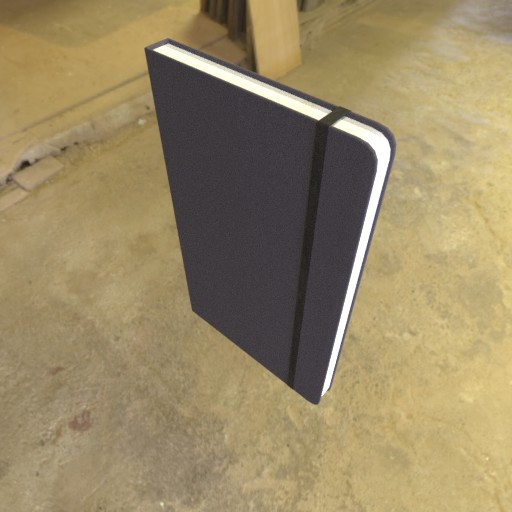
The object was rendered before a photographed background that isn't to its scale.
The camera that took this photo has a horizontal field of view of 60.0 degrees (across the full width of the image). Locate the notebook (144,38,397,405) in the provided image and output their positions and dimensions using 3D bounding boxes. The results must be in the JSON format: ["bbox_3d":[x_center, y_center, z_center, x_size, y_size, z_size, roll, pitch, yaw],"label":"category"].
[{"bbox_3d":[0.000,0.000,0.263,0.127,0.213,0.016,33,55,26],"label":"notebook"}]
